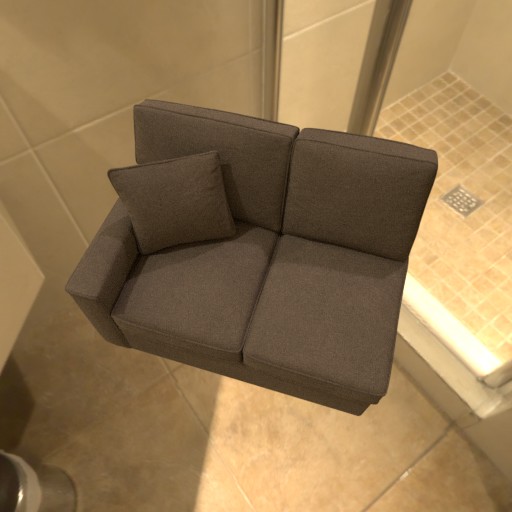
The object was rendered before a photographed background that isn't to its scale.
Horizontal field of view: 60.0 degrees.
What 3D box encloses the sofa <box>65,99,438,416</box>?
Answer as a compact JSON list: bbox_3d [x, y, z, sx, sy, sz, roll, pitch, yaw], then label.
[{"bbox_3d":[0.000,0.000,2.091,1.388,0.989,0.991,14,59,9],"label":"sofa"}]
